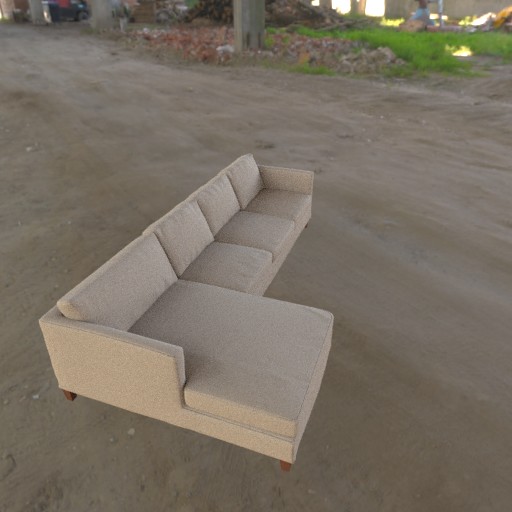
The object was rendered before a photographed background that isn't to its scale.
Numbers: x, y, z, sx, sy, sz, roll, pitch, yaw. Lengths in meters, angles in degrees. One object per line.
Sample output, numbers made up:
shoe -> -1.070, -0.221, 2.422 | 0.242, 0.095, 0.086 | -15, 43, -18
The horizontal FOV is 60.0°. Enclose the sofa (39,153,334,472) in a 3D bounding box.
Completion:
sofa -> 0.000, 0.000, 3.807 | 1.625, 0.846, 3.186 | 10, 31, 17
